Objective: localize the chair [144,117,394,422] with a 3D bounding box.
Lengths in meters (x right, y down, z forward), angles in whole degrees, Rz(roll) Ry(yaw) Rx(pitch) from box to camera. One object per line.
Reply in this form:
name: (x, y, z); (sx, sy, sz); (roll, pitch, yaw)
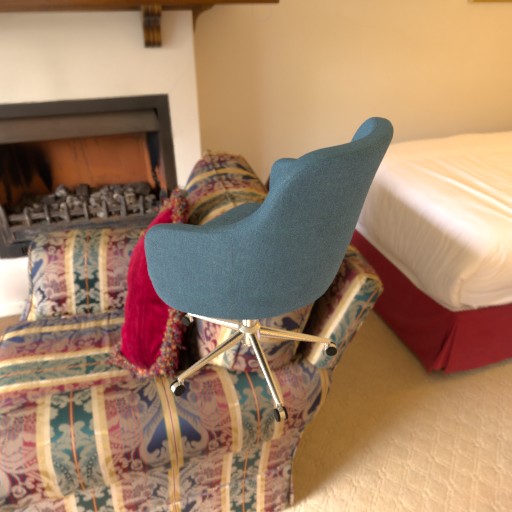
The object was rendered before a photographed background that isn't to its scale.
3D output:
chair: (0.000, 0.000, 1.295); (0.655, 0.820, 0.599); (21, 38, 29)
